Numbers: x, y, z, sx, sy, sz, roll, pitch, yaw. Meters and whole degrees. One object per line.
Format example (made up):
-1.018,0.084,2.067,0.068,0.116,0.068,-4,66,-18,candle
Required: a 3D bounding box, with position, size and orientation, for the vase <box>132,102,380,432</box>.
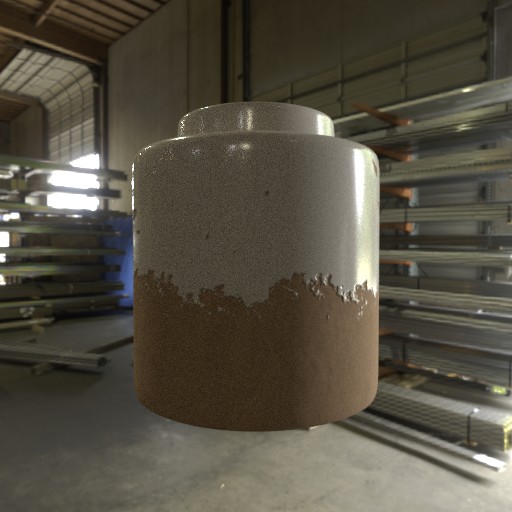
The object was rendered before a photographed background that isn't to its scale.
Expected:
0.000,0.000,0.285,0.153,0.167,0.153,0,1,0,vase
